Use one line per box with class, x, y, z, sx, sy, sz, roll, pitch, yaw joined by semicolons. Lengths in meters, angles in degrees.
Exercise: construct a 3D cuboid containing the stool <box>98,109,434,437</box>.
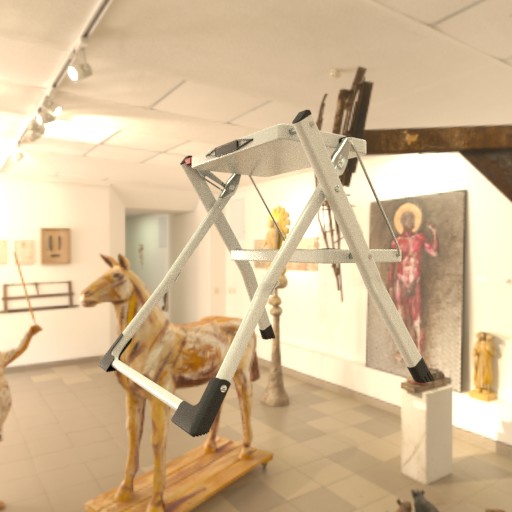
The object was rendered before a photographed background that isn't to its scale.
stool;0.000;0.000;0.862;0.490;0.445;0.485;-1;1;-35
